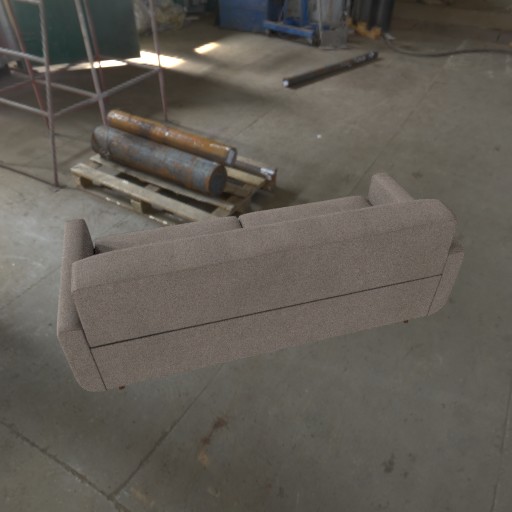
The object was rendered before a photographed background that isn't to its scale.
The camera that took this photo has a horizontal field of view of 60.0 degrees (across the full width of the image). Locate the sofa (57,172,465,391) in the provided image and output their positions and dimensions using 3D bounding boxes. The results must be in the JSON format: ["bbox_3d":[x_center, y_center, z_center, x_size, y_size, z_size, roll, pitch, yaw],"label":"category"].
[{"bbox_3d":[0.000,0.000,2.522,2.029,0.841,0.909,-10,42,-12],"label":"sofa"}]
